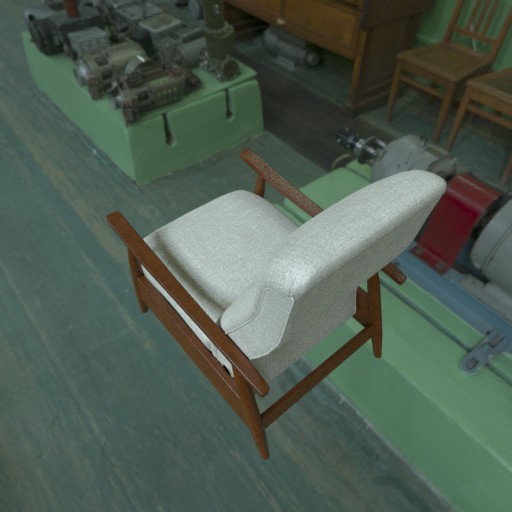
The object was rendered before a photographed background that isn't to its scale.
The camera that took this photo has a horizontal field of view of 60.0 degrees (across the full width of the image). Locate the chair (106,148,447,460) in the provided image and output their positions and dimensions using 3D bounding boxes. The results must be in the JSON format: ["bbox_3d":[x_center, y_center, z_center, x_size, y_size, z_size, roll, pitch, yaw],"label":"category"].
[{"bbox_3d":[0.000,0.000,1.775,0.762,1.082,1.014,-32,55,-26],"label":"chair"}]
